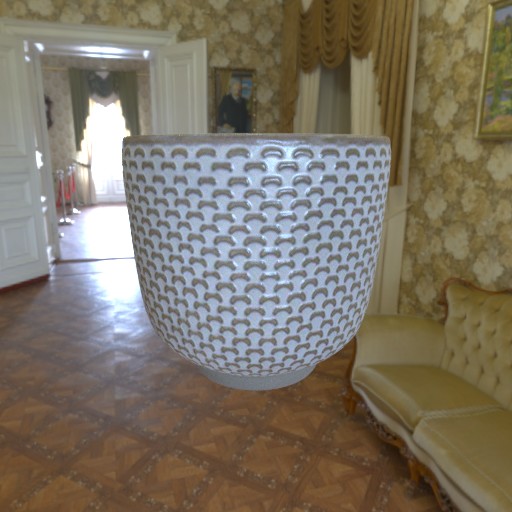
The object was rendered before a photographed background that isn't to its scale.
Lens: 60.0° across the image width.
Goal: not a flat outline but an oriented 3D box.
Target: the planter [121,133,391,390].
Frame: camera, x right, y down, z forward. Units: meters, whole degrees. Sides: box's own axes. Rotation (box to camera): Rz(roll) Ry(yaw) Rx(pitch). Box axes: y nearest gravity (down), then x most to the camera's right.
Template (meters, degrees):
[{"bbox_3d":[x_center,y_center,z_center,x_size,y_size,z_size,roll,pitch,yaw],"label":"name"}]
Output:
[{"bbox_3d":[0.000,0.000,0.250,0.139,0.130,0.139,0,14,0],"label":"planter"}]
